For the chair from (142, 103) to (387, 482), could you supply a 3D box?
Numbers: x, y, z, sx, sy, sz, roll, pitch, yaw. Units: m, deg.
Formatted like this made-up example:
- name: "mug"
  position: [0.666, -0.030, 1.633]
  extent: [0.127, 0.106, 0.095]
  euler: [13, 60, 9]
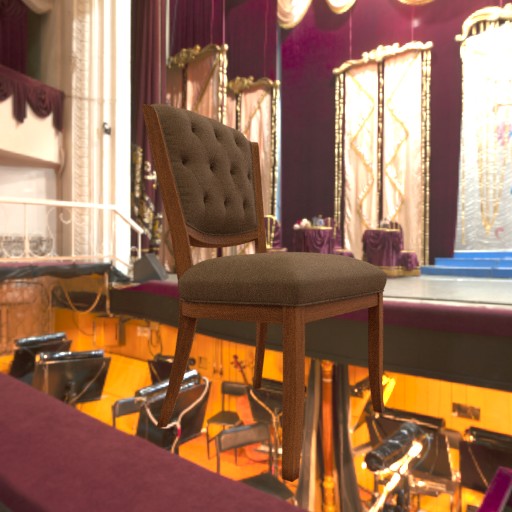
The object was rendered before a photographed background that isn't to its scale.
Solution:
- name: "chair"
  position: [0.000, 0.000, 1.259]
  extent: [0.584, 0.905, 0.513]
  euler: [0, 0, 37]
